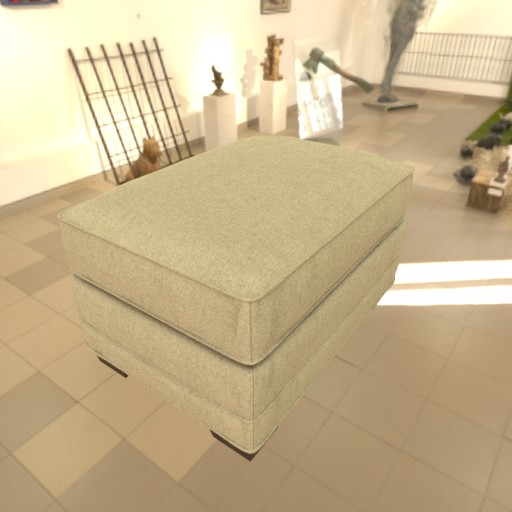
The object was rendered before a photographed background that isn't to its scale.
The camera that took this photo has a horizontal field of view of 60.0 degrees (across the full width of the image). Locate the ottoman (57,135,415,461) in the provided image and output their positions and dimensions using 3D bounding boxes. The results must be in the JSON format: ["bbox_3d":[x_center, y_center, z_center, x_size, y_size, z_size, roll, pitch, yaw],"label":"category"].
[{"bbox_3d":[0.000,0.000,1.272,0.611,0.508,0.848,21,37,30],"label":"ottoman"}]
